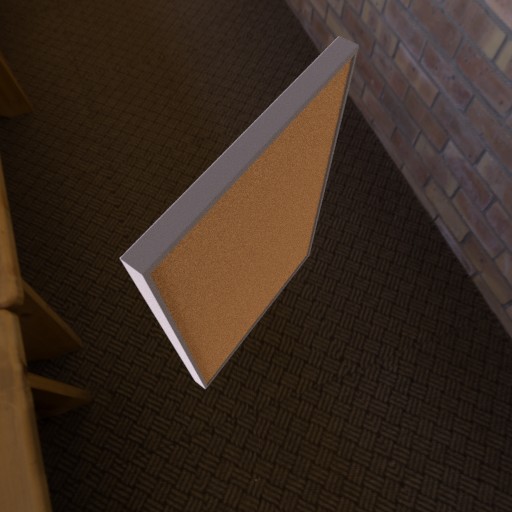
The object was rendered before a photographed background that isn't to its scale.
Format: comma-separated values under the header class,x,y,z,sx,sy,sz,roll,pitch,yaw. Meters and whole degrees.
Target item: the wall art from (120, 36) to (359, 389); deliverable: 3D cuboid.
class,x,y,z,sx,sy,sz,roll,pitch,yaw
wall art,0.000,0.000,0.968,0.039,0.753,0.511,34,68,16
